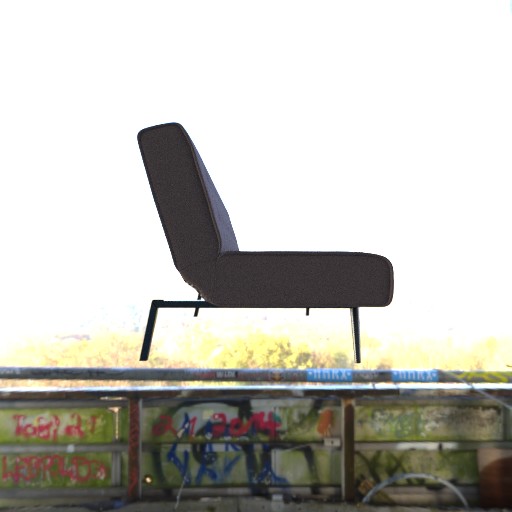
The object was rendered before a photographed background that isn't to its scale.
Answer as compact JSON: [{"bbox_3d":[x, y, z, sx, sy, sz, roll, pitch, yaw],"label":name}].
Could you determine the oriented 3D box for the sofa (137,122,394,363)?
[{"bbox_3d":[0.000,0.000,2.048,0.747,0.699,1.703,0,-1,0],"label":"sofa"}]
